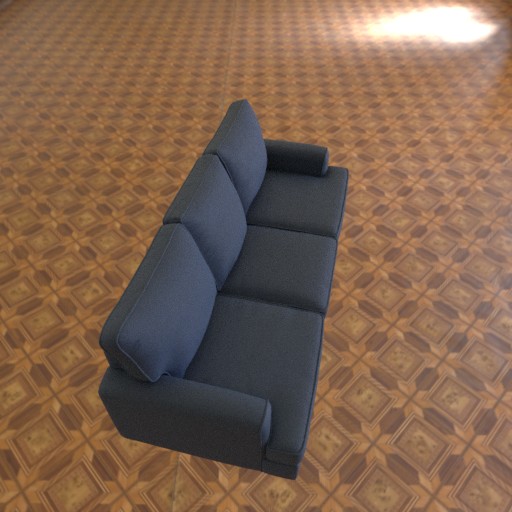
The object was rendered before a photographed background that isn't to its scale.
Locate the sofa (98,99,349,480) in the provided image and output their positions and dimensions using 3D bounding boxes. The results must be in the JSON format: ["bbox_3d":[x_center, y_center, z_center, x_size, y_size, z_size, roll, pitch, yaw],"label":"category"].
[{"bbox_3d":[0.000,0.000,2.640,0.951,0.965,2.158,10,47,9],"label":"sofa"}]
